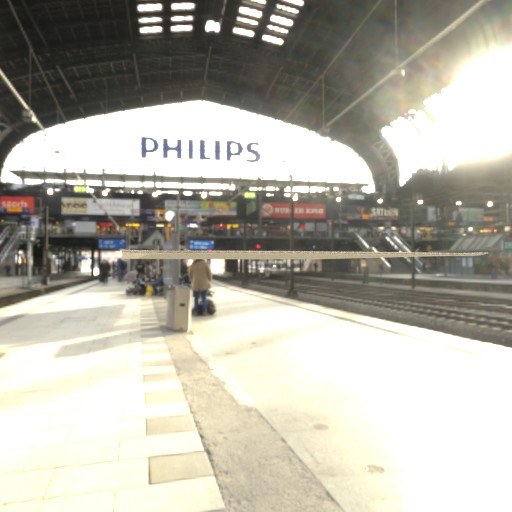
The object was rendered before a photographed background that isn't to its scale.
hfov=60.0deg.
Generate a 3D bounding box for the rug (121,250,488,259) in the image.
[{"bbox_3d":[0.000,0.000,3.918,2.277,0.035,2.897,0,-1,-17],"label":"rug"}]
